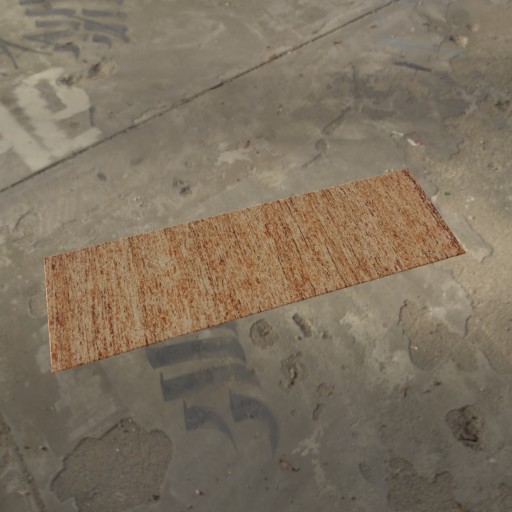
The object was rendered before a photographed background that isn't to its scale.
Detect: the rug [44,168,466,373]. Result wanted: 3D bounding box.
[{"bbox_3d":[0.000,0.000,2.453,2.237,0.014,0.680,-15,58,-9],"label":"rug"}]
